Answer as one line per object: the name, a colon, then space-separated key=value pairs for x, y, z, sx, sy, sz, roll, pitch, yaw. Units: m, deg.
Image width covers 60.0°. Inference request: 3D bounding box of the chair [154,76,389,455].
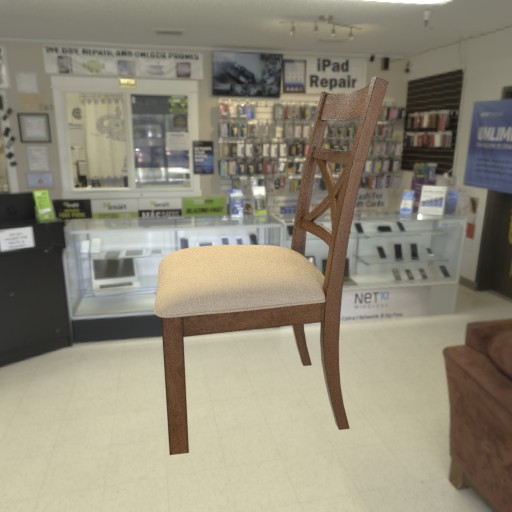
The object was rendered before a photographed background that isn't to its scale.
chair: x=0.000 y=0.000 z=1.303 sx=0.581 sy=0.949 sz=0.461 roll=-3 pitch=16 yaw=-10
